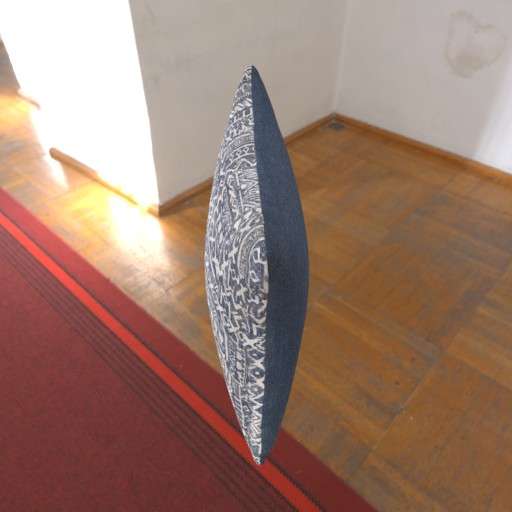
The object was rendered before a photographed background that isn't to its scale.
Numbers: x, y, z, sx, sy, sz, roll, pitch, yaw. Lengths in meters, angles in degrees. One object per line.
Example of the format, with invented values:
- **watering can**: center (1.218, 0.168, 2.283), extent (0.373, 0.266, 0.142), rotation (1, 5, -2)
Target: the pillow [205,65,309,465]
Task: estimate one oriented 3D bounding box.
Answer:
- **pillow**: center (0.000, 0.000, 0.793), extent (0.180, 0.487, 0.546), rotation (-1, 42, -1)
